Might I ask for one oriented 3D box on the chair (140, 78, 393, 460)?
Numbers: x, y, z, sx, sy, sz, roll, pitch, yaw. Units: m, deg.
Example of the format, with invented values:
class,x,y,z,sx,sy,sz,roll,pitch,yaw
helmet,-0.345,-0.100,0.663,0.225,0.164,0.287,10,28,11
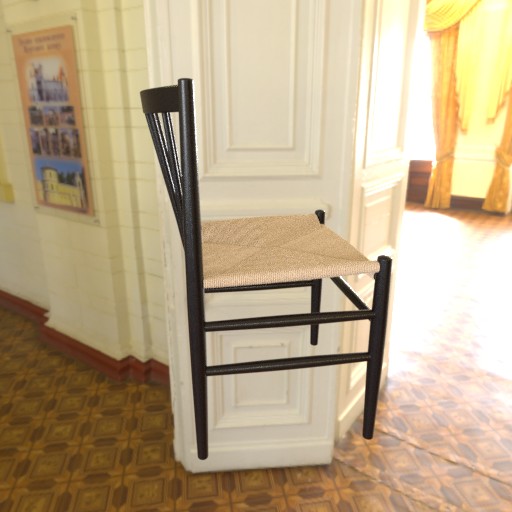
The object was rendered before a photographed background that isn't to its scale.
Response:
class,x,y,z,sx,sy,sz,roll,pitch,yaw
chair,0.000,0.000,1.138,0.516,0.818,0.495,-3,19,-9
